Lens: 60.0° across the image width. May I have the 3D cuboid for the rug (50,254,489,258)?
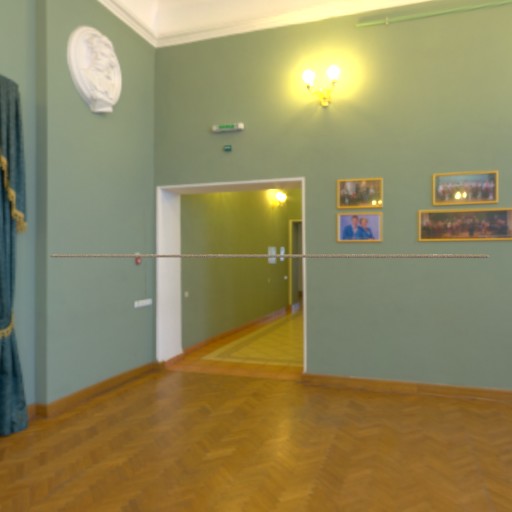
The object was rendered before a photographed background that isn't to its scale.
[{"bbox_3d":[0.000,0.000,2.533,2.276,0.014,0.678,0,0,17],"label":"rug"}]
